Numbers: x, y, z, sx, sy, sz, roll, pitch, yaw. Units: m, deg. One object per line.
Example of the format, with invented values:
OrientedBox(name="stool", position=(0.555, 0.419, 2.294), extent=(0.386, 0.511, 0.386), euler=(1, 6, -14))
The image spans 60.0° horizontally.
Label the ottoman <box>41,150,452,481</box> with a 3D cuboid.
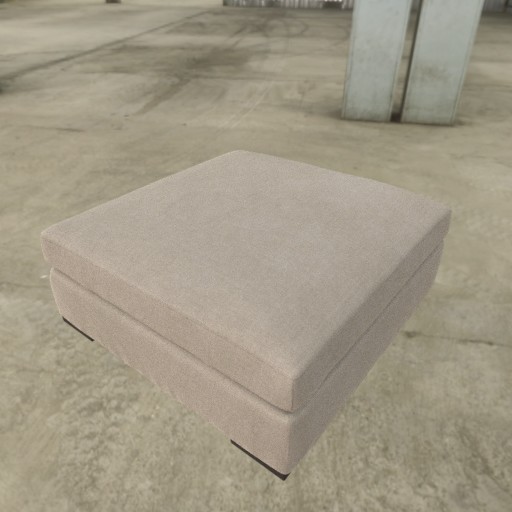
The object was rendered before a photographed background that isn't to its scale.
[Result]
OrientedBox(name="ottoman", position=(0.000, 0.000, 1.785), extent=(1.171, 0.517, 1.203), euler=(23, 39, 31))
